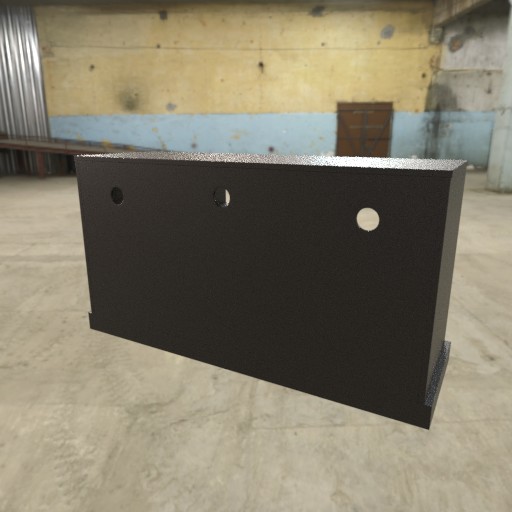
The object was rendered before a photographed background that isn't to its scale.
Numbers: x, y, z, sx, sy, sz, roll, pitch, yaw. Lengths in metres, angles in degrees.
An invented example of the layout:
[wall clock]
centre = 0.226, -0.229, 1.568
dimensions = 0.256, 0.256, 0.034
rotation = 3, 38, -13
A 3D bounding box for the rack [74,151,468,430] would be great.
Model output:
[rack]
centre = 0.000, 0.000, 1.465
dimensions = 1.206, 0.635, 0.399
rotation = 9, 18, 28
